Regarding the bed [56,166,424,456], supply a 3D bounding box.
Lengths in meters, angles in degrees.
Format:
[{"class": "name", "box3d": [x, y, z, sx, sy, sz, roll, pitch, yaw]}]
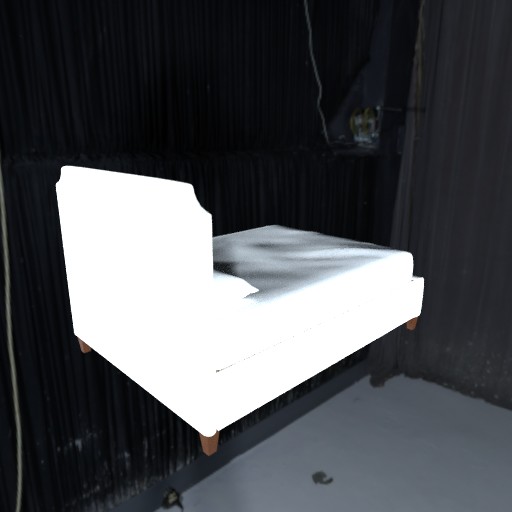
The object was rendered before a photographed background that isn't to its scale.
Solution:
[{"class": "bed", "box3d": [0.000, 0.000, 3.480, 2.365, 1.443, 1.712, -15, 22, -42]}]
